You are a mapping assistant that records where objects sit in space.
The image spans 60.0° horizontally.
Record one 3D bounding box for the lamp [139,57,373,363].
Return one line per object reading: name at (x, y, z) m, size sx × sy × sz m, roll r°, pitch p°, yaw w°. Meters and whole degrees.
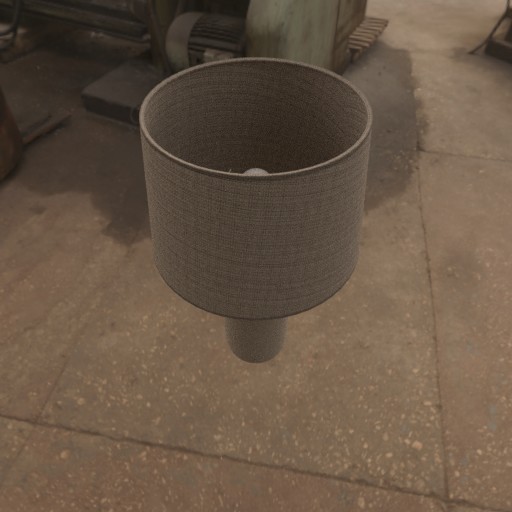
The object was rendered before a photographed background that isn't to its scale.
lamp at (0.000, 0.000, 0.837) m, size 0.367 × 0.609 × 0.367 m, roll 0°, pitch 47°, yaw 0°
